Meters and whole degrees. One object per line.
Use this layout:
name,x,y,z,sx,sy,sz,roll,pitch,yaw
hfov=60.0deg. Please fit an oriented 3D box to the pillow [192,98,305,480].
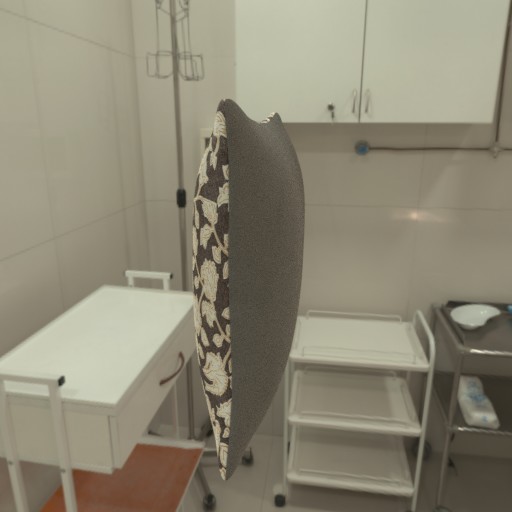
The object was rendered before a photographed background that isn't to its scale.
pillow,0.000,0.000,0.797,0.166,0.507,0.526,2,17,8
